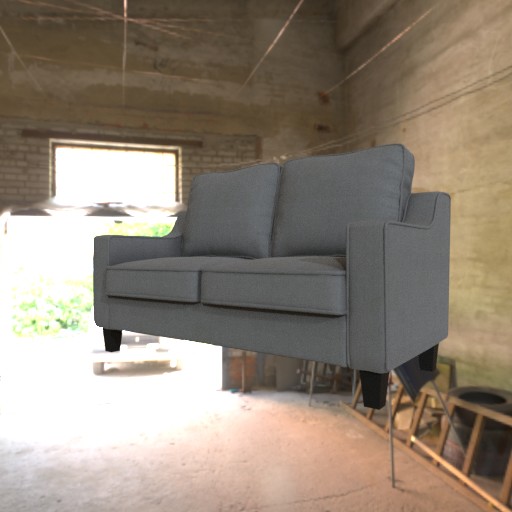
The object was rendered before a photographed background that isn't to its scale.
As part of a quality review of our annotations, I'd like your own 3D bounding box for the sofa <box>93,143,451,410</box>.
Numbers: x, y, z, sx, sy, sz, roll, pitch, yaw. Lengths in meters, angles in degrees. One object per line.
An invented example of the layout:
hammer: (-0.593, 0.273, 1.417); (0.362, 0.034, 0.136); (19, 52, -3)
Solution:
sofa: (0.000, 0.000, 2.032); (1.500, 0.948, 0.791); (0, 0, 37)
